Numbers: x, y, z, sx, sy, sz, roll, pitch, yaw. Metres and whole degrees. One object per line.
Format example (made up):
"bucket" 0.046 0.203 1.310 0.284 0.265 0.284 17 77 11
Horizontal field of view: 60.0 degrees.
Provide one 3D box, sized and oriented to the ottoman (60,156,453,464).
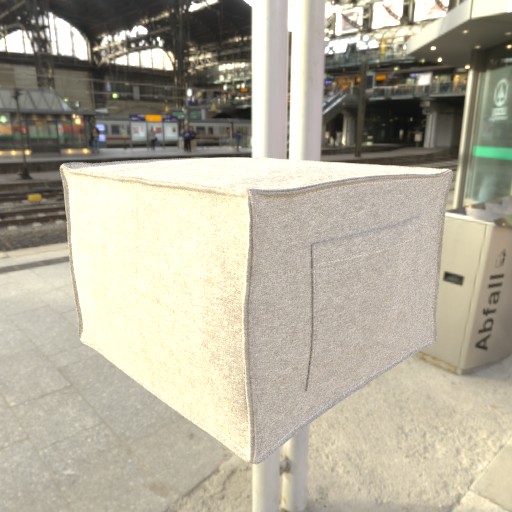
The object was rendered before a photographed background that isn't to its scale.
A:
"ottoman" 0.000 0.000 1.107 0.707 0.470 0.696 -14 21 -42
